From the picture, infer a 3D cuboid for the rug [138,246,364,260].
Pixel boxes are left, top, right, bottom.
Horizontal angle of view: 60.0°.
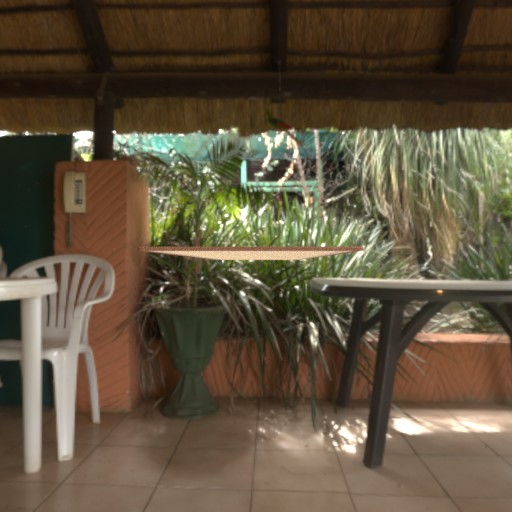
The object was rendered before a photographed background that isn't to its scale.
[{"bbox_3d":[0.000,0.000,2.702,0.764,0.017,2.439,0,-1,1],"label":"rug"}]
